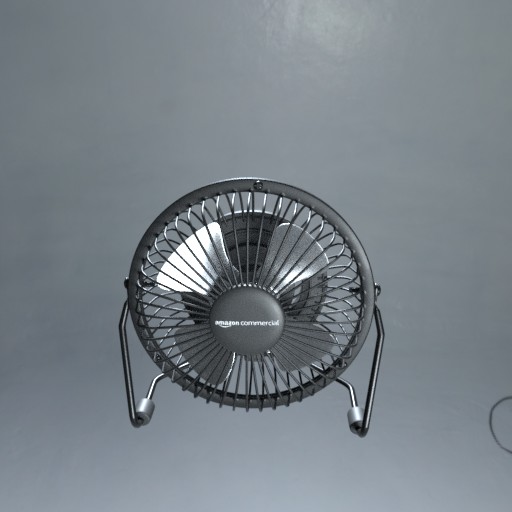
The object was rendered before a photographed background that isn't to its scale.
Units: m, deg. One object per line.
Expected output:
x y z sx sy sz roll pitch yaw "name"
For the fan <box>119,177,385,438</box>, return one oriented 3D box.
0.000 0.000 0.311 0.153 0.152 0.202 1 30 2 "fan"
